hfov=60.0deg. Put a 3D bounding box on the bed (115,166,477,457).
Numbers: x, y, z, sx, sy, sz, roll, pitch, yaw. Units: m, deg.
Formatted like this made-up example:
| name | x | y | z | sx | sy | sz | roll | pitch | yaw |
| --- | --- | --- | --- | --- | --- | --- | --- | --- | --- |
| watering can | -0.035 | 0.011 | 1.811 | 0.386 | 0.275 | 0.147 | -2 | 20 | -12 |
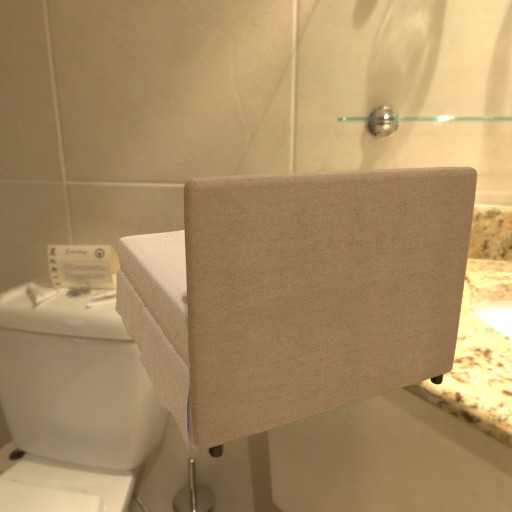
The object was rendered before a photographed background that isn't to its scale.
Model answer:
| name | x | y | z | sx | sy | sz | roll | pitch | yaw |
| --- | --- | --- | --- | --- | --- | --- | --- | --- | --- |
| bed | 0.000 | 0.000 | 3.146 | 1.713 | 1.330 | 2.162 | -7 | 17 | -25 |
